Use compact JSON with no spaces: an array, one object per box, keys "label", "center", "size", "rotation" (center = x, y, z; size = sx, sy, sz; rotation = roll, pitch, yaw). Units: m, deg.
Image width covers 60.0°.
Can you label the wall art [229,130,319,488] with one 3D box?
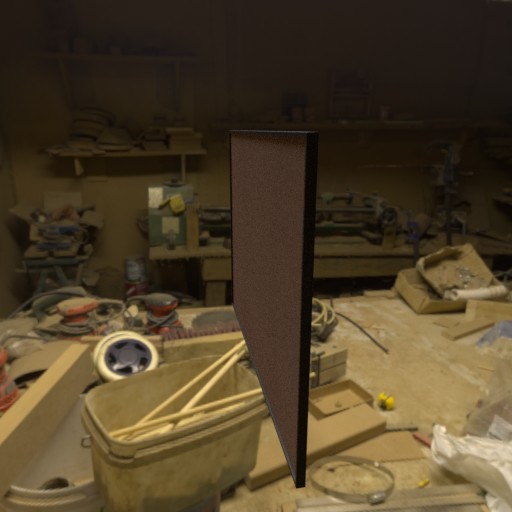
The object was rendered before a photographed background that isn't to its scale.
[{"label":"wall art","center":[0.000,0.000,1.216],"size":[0.019,0.660,0.957],"rotation":[-3,16,-10]}]
